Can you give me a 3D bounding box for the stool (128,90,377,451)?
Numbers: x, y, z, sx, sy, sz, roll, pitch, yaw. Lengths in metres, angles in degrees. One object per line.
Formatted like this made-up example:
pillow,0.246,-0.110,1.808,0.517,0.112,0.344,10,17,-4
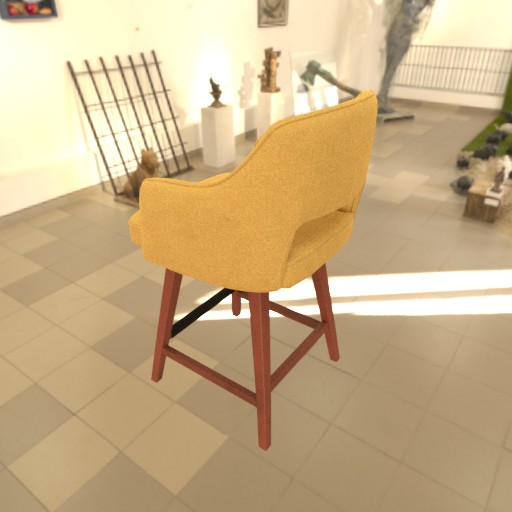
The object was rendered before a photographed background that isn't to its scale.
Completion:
stool,0.000,0.000,1.287,0.558,0.924,0.548,20,35,30
